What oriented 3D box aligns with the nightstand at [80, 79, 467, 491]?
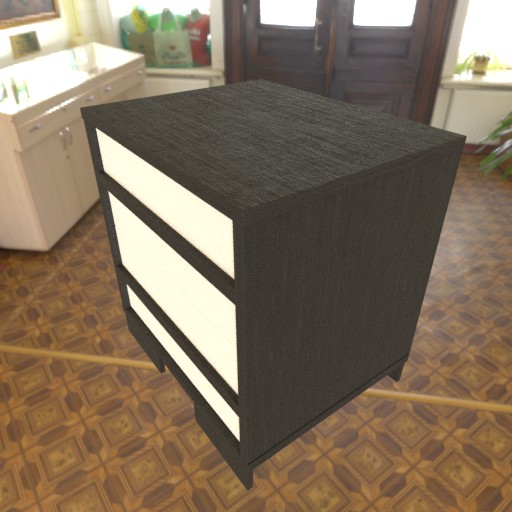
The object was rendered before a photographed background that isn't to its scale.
[{"bbox_3d":[0.000,0.000,0.735,0.347,0.448,0.427,-22,39,-30],"label":"nightstand"}]
